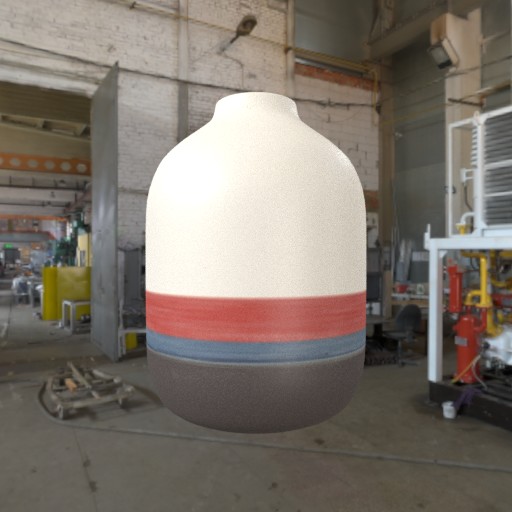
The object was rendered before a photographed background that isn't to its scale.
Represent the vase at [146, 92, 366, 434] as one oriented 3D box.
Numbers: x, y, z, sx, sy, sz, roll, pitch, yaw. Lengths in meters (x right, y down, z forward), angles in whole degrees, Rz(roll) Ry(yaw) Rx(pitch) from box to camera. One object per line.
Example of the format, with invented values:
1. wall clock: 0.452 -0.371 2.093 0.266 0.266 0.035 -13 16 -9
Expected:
1. vase: 0.000 0.000 0.351 0.169 0.237 0.169 0 0 0
